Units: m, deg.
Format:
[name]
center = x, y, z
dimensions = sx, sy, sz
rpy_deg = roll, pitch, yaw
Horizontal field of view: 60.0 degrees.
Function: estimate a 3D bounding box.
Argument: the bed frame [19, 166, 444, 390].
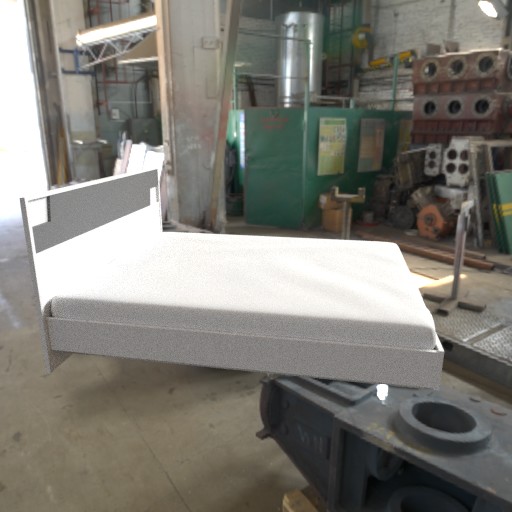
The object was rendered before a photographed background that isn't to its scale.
[bed frame]
center = 0.000, 0.000, 2.989
dimensions = 2.100, 1.001, 1.711
rpy_deg = 3, 17, 10
